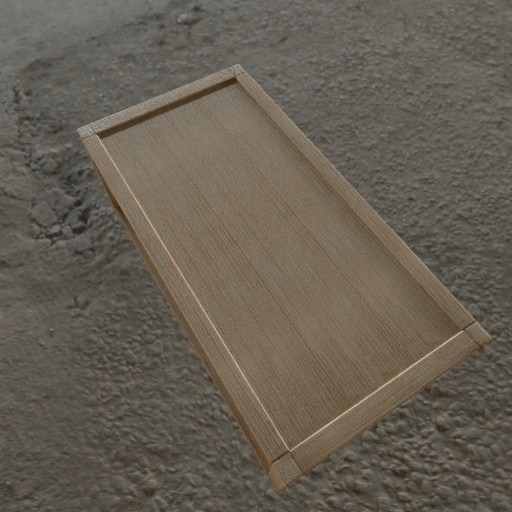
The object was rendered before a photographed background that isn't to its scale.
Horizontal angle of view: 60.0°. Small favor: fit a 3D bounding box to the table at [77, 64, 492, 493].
[{"bbox_3d":[0.000,0.000,1.557,0.660,0.457,1.321,-29,64,-15],"label":"table"}]
